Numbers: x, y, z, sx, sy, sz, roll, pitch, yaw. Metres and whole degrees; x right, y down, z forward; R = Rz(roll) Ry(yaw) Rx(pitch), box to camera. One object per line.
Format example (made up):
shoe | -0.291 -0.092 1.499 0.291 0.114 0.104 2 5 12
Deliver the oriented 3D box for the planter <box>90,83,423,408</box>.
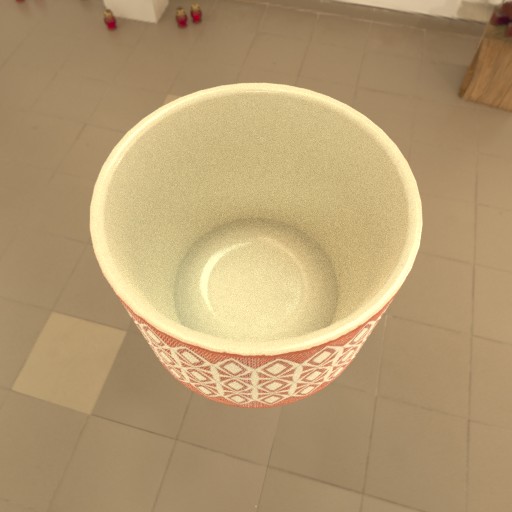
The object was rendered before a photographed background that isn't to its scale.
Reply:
planter | 0.000 0.000 0.322 0.192 0.148 0.192 0 61 0
